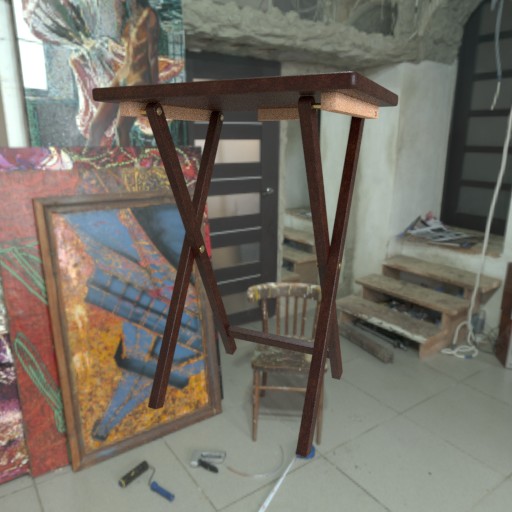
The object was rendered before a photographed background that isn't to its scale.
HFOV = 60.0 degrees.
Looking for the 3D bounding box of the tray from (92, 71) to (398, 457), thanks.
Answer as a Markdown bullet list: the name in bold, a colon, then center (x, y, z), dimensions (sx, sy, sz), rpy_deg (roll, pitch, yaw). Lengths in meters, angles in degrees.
- **tray**: center (0.000, 0.000, 0.946), dimensions (0.483, 0.660, 0.381), rpy_deg (7, 16, 25)
